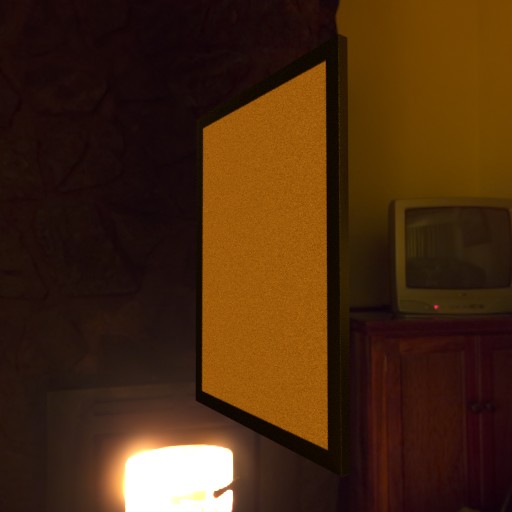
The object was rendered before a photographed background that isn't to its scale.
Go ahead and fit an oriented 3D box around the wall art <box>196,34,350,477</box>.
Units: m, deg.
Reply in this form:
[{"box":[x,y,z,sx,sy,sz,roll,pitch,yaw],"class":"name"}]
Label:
[{"box":[0.000,0.000,0.559,0.013,0.432,0.304,1,-2,-35],"class":"wall art"}]
